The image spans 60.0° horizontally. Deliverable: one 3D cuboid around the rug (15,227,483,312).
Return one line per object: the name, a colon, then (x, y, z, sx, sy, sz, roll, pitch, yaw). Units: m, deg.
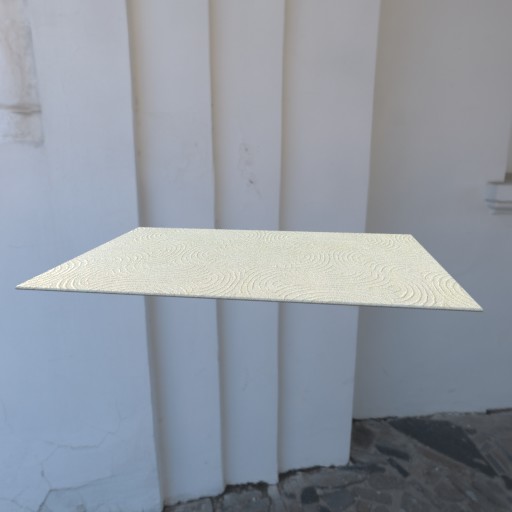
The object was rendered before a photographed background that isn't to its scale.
rug: (0.000, 0.000, 2.723, 2.132, 0.015, 1.526, 2, 15, 8)
